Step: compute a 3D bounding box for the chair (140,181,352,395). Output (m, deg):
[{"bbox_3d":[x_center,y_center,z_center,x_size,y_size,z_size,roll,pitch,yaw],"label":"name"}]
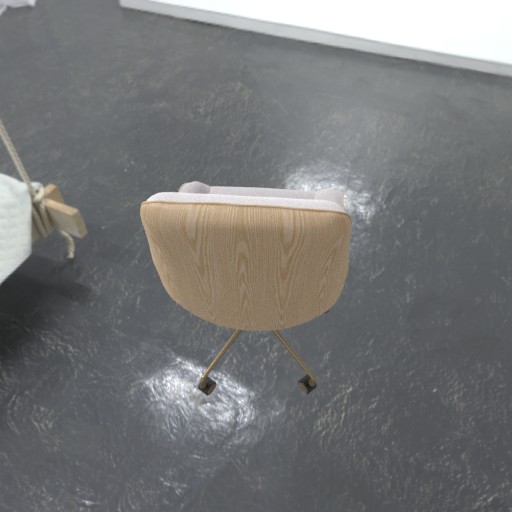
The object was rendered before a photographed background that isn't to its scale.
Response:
[{"bbox_3d":[0.000,0.000,1.361,0.564,0.952,0.668,3,48,3],"label":"chair"}]
